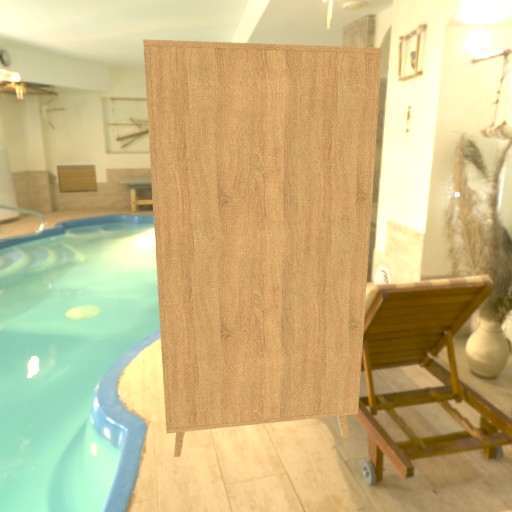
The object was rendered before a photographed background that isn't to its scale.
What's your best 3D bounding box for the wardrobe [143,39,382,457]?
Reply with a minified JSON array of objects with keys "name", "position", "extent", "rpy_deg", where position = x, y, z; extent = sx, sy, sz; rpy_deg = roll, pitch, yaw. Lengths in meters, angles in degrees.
[{"name":"wardrobe","position":[0.000,0.000,2.357],"extent":[1.000,1.960,0.600],"rpy_deg":[-2,15,-9]}]
